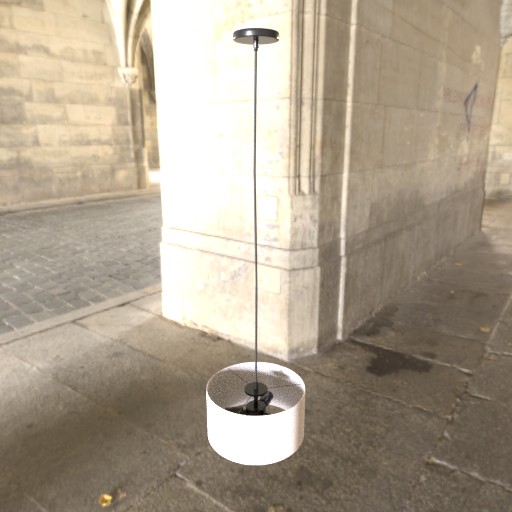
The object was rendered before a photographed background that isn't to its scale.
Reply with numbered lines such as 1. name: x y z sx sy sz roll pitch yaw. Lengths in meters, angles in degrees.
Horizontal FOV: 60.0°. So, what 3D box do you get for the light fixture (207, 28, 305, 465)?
1. light fixture: 0.000 0.000 1.653 0.399 1.516 0.399 0 15 0
